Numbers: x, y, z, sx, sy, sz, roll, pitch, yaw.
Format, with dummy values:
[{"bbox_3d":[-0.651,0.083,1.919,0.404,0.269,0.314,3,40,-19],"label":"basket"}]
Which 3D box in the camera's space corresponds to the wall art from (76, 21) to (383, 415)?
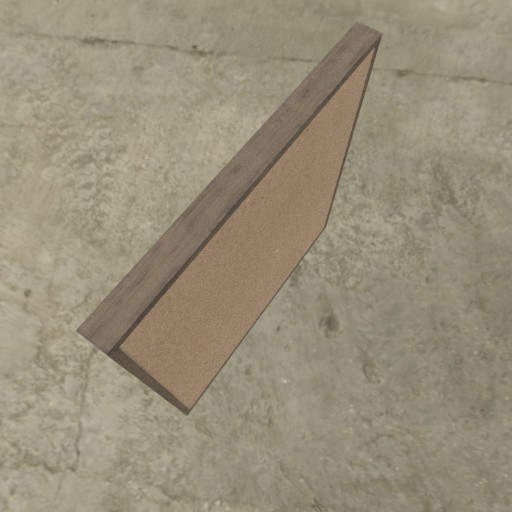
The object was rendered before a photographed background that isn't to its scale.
[{"bbox_3d":[0.000,0.000,0.713,0.038,0.508,0.508,33,69,14],"label":"wall art"}]
